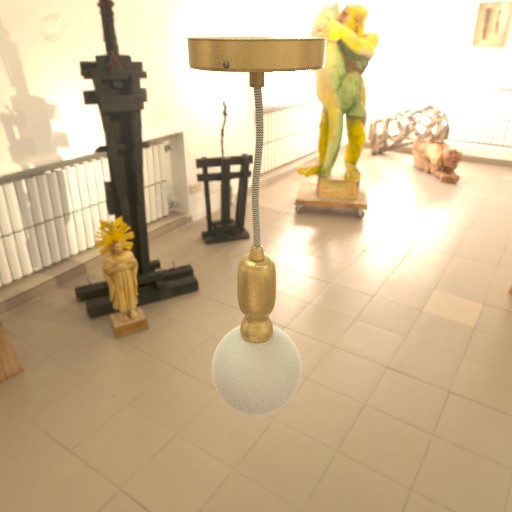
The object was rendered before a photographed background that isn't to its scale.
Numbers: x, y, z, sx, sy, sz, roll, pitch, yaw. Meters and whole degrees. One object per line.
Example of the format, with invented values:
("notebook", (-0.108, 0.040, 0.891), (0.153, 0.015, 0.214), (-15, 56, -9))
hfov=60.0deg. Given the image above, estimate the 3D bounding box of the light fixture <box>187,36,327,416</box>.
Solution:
("light fixture", (0.000, 0.000, 0.577), (0.146, 0.510, 0.147), (17, 32, 29))
